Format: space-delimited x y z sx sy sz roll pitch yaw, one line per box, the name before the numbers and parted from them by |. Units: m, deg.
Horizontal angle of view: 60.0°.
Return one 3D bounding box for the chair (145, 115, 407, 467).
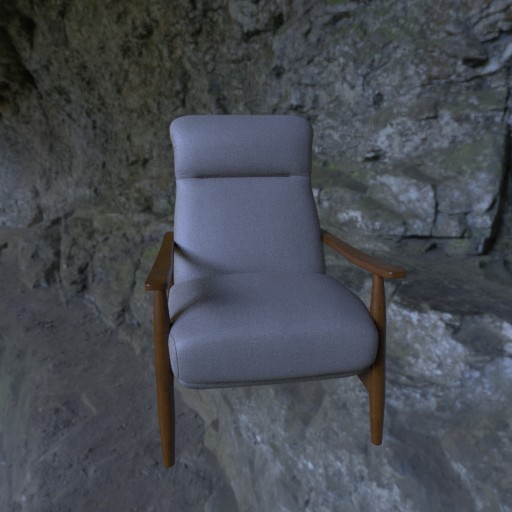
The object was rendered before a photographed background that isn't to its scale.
chair | 0.000 0.000 1.765 0.762 1.082 1.032 -2 17 -8
